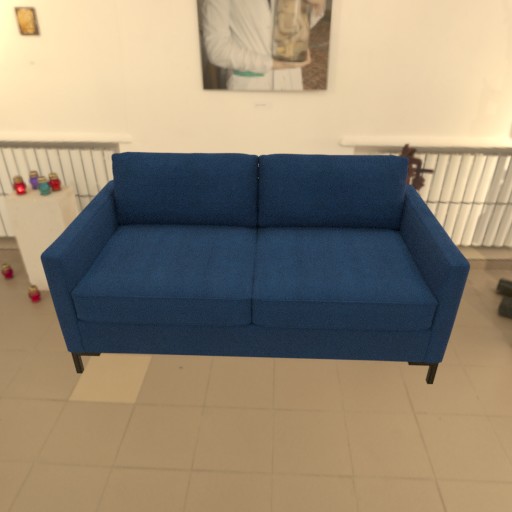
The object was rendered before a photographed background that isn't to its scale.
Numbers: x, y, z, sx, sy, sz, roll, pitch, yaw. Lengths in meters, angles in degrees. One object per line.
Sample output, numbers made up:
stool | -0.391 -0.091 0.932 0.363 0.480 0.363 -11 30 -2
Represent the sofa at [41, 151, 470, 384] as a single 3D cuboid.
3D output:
sofa | 0.000 0.000 2.140 1.676 0.817 0.875 1 30 2
